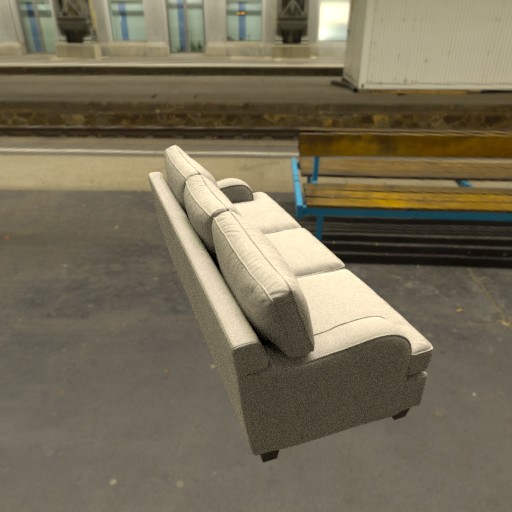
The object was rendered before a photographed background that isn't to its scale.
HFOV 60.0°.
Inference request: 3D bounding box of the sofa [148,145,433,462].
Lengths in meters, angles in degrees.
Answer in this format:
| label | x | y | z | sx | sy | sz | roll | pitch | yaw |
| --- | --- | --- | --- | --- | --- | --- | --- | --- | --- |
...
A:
| label | x | y | z | sx | sy | sz | roll | pitch | yaw |
| --- | --- | --- | --- | --- | --- | --- | --- | --- | --- |
| sofa | 0.000 | 0.000 | 2.886 | 1.016 | 0.991 | 2.323 | -10 | 30 | -18 |
